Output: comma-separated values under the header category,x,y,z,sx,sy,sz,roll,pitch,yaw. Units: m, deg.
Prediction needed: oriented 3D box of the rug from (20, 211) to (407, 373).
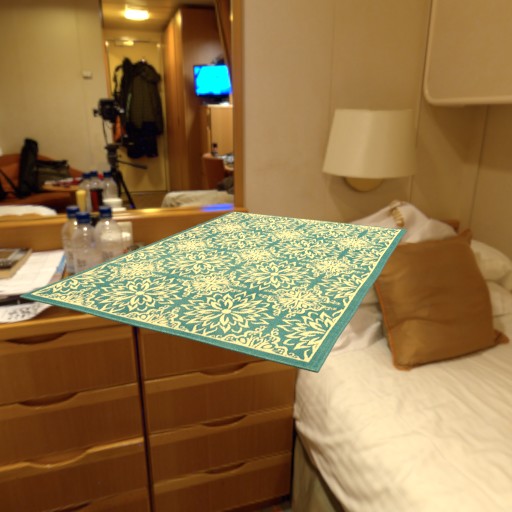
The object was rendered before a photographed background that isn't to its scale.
category,x,y,z,sx,sy,sz,roll,pitch,yaw
rug,0.000,0.000,2.829,1.554,0.012,2.205,8,20,24
